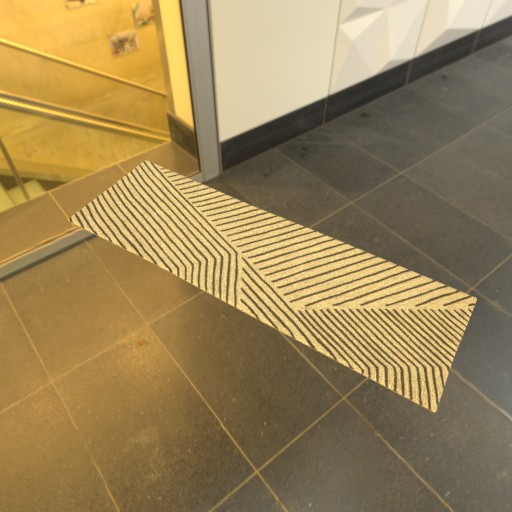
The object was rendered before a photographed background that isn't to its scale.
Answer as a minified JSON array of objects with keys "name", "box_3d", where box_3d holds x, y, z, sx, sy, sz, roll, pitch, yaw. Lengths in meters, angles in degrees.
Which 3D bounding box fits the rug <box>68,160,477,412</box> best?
[{"name":"rug","box_3d":[0.000,0.000,2.693,2.439,0.020,0.773,25,53,21]}]
